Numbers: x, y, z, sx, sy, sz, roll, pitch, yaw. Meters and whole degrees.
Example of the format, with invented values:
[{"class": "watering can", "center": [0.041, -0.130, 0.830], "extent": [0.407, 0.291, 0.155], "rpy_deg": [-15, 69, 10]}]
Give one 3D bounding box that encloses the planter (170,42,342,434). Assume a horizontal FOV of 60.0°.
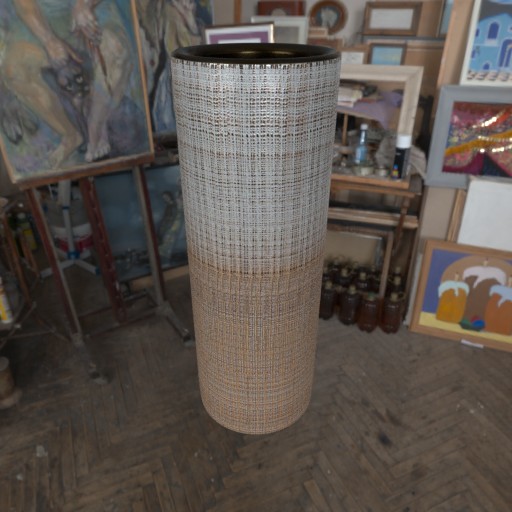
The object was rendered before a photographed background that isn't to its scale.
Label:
[{"class": "planter", "center": [0.000, 0.000, 0.328], "extent": [0.099, 0.278, 0.099], "rpy_deg": [-9, 31, -15]}]
